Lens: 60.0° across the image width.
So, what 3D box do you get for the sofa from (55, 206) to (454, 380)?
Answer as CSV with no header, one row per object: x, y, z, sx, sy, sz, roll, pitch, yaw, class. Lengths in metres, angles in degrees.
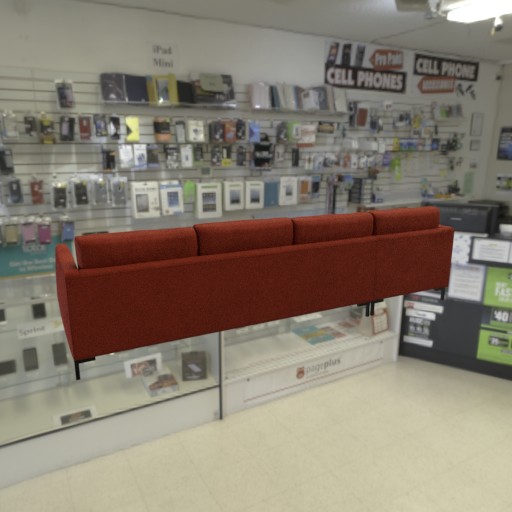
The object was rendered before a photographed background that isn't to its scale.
0.000,0.000,2.959,2.467,0.663,1.136,-7,16,-26,sofa
